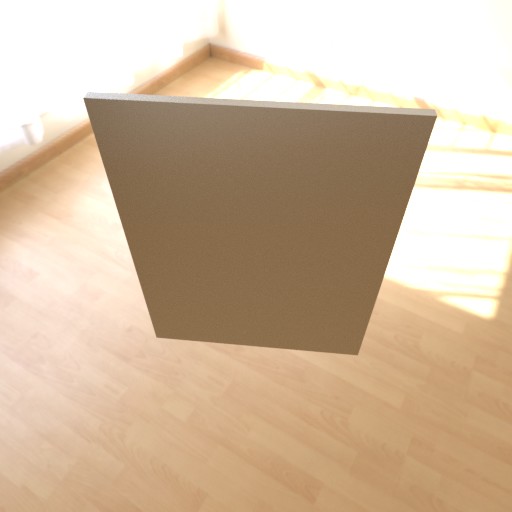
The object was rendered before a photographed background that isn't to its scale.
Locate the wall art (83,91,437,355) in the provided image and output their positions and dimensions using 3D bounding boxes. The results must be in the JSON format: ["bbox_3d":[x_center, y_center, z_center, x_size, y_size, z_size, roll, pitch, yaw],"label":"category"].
[{"bbox_3d":[0.000,0.000,1.412,0.816,1.046,0.030,4,48,4],"label":"wall art"}]
